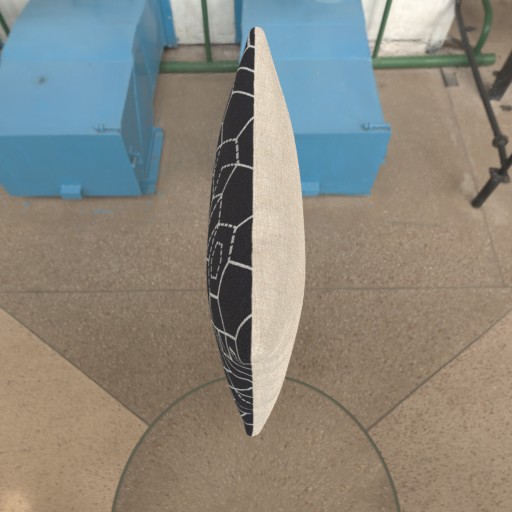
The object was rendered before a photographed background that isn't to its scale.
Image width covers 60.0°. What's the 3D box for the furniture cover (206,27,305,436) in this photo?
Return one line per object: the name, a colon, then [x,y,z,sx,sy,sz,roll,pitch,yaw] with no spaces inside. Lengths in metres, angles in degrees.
furniture cover: [0.000,0.000,0.762,0.158,0.508,0.517,0,59,0]
